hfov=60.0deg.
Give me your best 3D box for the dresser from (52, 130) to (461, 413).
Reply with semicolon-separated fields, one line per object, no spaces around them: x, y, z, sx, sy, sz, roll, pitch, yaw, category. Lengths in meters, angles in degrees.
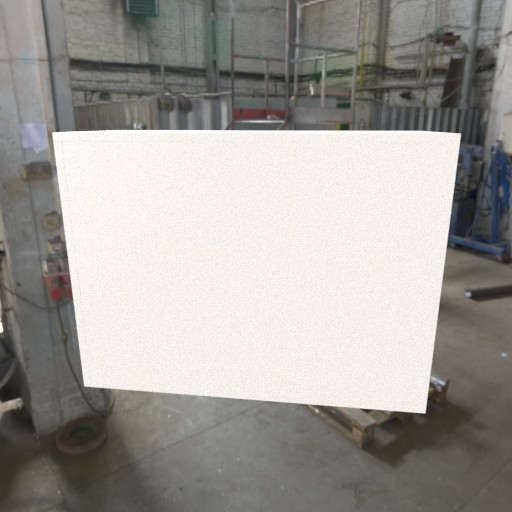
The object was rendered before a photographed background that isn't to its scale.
0.000;0.000;1.517;1.100;0.820;0.460;2;17;7;dresser
